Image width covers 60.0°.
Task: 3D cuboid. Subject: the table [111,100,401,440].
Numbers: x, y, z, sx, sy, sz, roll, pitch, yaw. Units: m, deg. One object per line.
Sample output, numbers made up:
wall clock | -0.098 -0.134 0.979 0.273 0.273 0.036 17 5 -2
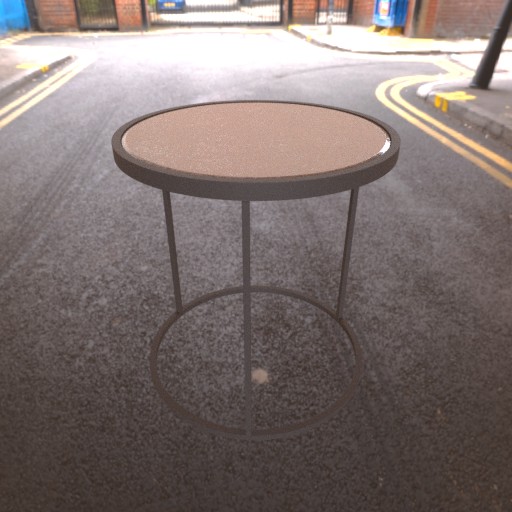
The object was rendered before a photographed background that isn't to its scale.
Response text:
table | 0.000 0.000 0.876 0.470 0.498 0.470 0 31 0
